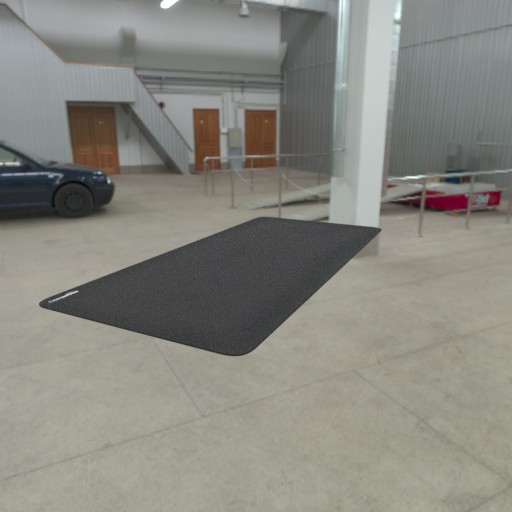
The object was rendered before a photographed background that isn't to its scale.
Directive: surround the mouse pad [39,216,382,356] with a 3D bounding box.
[{"bbox_3d":[0.000,0.000,1.074,0.424,0.003,0.907,8,18,26],"label":"mouse pad"}]
